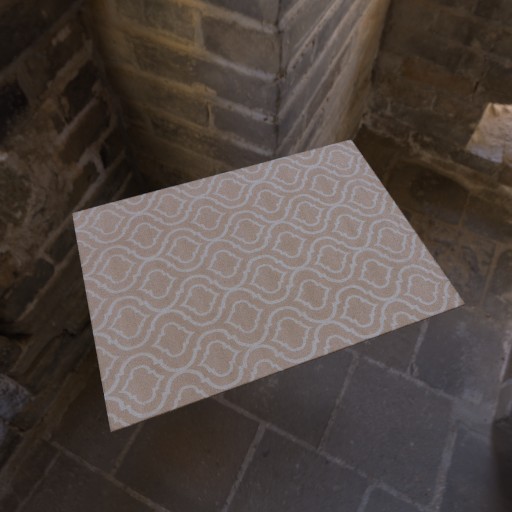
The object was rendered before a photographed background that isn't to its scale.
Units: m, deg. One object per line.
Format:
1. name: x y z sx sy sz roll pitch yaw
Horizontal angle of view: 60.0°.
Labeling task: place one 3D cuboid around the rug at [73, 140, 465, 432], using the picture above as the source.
1. rug: 0.000 0.000 2.859 2.134 0.010 1.524 -17 58 -11
